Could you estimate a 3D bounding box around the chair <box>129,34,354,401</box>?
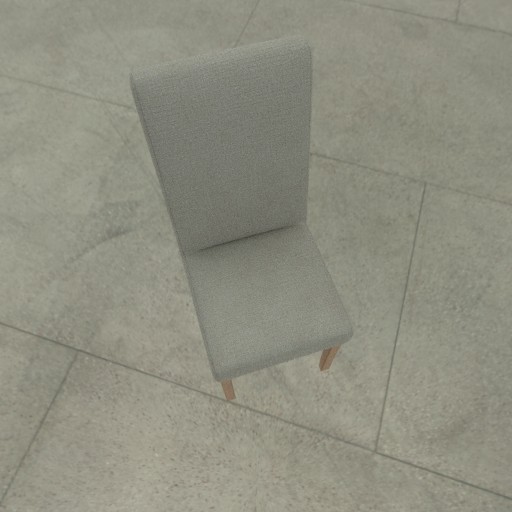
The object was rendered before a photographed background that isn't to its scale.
[{"bbox_3d":[0.000,0.000,1.364,0.450,1.033,0.611,-15,64,-8],"label":"chair"}]
